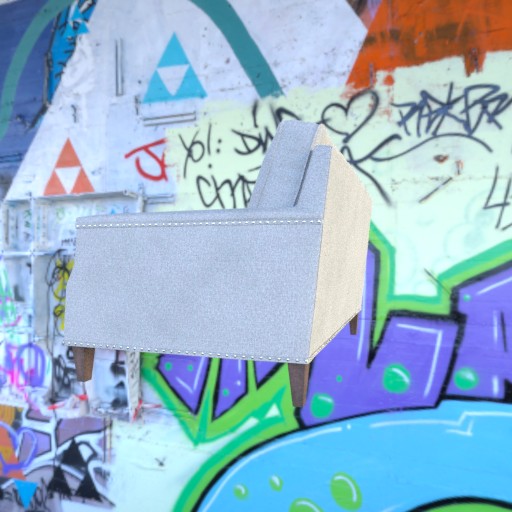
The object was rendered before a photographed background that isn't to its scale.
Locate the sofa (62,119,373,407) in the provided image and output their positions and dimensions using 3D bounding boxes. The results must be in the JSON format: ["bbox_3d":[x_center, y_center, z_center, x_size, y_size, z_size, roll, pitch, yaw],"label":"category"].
[{"bbox_3d":[0.000,0.000,2.306,1.084,1.003,1.597,0,0,20],"label":"sofa"}]
